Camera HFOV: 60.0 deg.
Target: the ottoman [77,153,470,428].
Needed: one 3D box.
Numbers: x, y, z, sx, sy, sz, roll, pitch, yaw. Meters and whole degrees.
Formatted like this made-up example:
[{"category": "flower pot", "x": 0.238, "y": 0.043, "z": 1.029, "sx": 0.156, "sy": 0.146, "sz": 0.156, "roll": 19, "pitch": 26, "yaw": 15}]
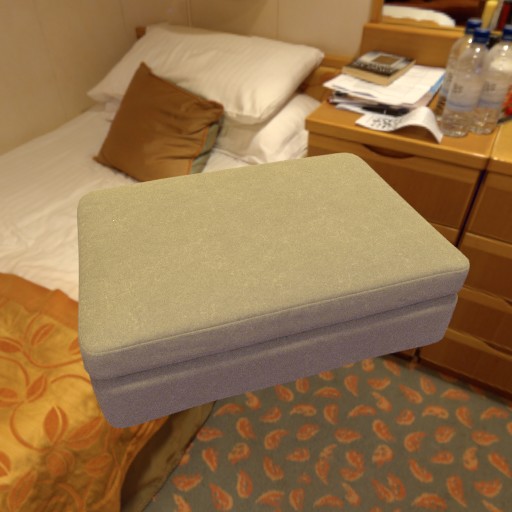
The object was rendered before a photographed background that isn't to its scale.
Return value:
[{"category": "ottoman", "x": 0.000, "y": 0.000, "z": 1.613, "sx": 1.199, "sy": 0.429, "sz": 0.840, "roll": -11, "pitch": 41, "yaw": -13}]
